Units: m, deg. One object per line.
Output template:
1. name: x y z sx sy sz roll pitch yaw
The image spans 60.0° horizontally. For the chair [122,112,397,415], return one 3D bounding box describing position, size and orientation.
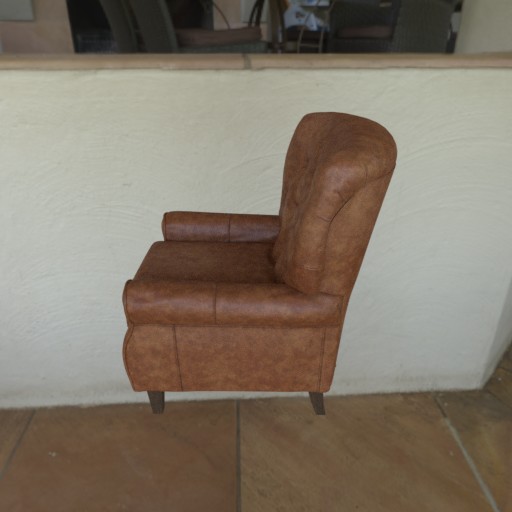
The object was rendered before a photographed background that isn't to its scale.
1. chair: 0.000 0.000 1.946 1.059 1.164 0.951 0 26 1
